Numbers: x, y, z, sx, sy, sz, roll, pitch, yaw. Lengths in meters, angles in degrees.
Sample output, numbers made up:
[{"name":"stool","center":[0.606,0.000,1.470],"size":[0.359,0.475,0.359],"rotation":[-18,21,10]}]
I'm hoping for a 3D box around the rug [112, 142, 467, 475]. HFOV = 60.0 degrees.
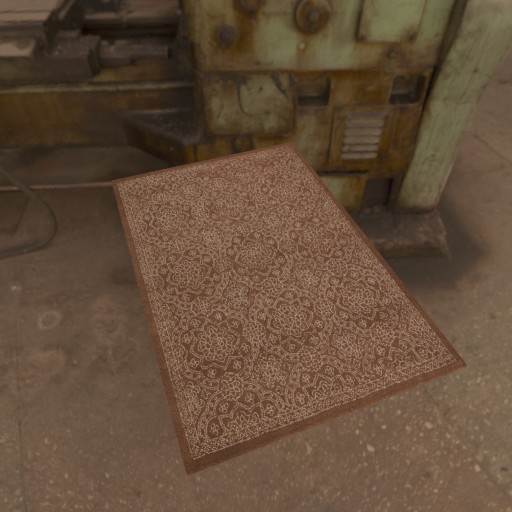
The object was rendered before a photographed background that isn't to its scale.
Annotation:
[{"name":"rug","center":[0.000,0.000,2.305],"size":[1.219,0.010,1.829],"rotation":[-15,49,-14]}]
